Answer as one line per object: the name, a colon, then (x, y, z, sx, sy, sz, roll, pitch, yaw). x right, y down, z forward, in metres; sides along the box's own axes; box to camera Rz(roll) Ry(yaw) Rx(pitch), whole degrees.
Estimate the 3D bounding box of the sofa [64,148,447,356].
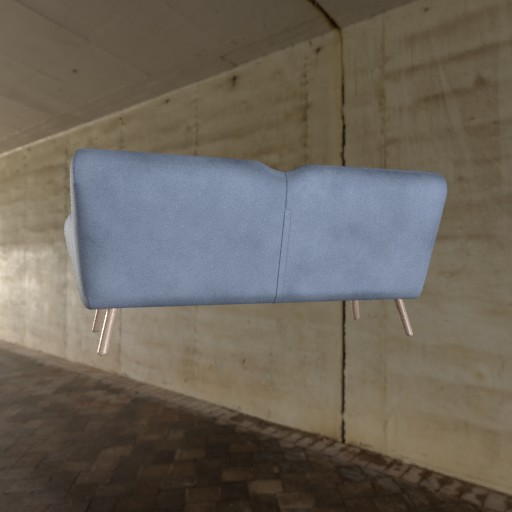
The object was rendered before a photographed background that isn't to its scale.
sofa: (0.000, 0.000, 2.265, 1.870, 0.810, 0.850, 0, 0, -18)
